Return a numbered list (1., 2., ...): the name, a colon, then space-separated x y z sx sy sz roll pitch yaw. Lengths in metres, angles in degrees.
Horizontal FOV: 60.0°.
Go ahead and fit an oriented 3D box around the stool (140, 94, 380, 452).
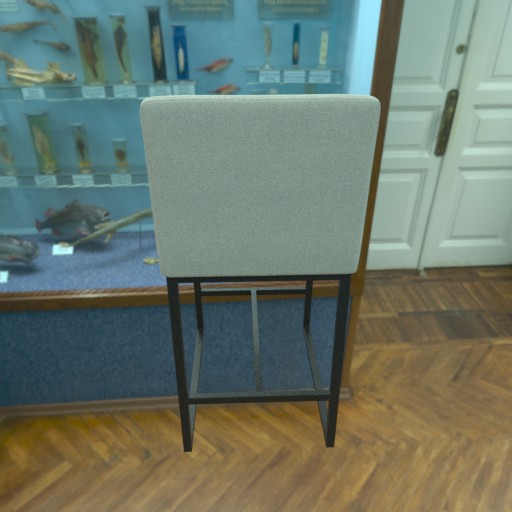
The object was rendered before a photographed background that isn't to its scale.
1. stool: 0.000 0.000 1.266 0.459 0.971 0.567 -1 30 -2
